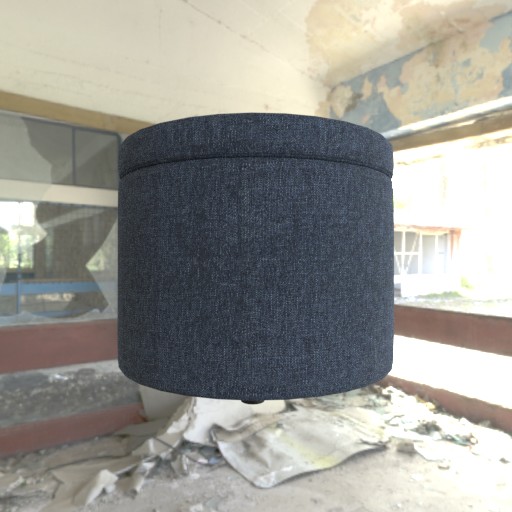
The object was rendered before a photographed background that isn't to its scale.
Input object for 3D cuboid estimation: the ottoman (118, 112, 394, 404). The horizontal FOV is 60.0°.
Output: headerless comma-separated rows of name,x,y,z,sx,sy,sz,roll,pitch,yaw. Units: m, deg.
ottoman,0.000,0.000,0.838,0.500,0.419,0.500,0,0,0
